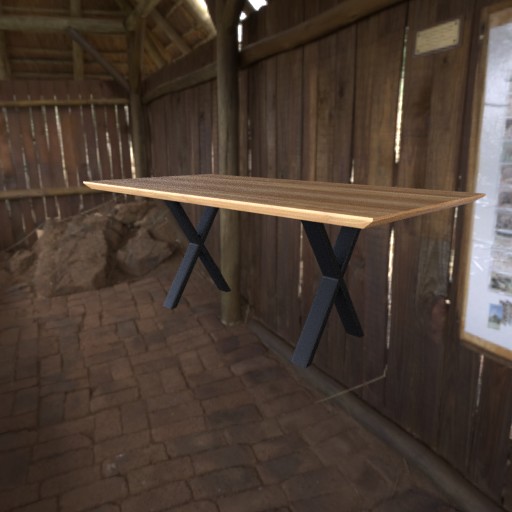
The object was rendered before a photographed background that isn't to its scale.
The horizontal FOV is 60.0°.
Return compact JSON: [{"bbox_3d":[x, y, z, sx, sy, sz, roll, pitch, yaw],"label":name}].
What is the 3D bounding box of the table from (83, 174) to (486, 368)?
[{"bbox_3d":[0.000,0.000,2.480,2.000,0.770,1.000,14,19,43],"label":"table"}]
